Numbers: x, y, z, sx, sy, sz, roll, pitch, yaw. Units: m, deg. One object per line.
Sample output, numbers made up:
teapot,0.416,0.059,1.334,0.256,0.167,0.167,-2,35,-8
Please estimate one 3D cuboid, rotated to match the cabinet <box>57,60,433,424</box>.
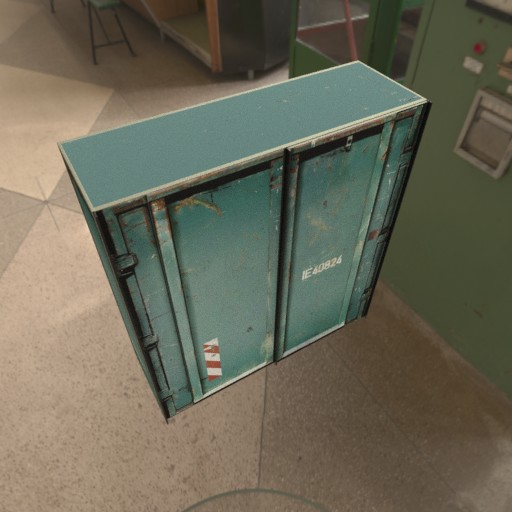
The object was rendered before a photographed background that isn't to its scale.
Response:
cabinet,0.000,0.000,3.231,2.000,2.160,0.680,-23,51,-20
